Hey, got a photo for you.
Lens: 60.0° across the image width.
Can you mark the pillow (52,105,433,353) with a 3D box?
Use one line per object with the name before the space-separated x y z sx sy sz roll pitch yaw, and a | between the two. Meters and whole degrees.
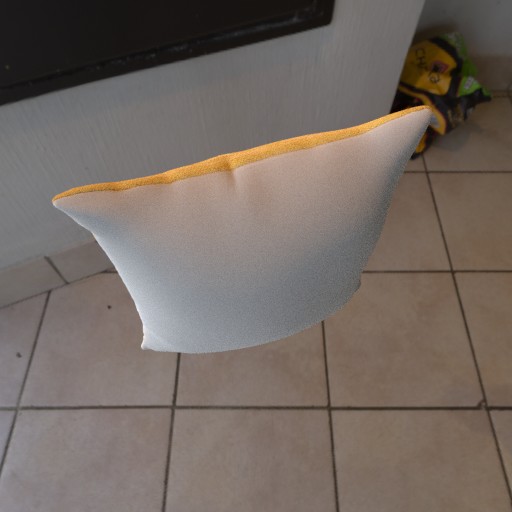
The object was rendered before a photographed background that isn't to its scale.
pillow | 0.000 0.000 0.683 0.450 0.450 0.211 -16 59 -10
